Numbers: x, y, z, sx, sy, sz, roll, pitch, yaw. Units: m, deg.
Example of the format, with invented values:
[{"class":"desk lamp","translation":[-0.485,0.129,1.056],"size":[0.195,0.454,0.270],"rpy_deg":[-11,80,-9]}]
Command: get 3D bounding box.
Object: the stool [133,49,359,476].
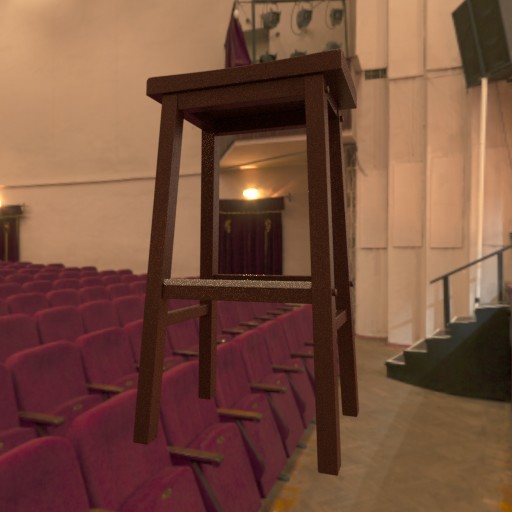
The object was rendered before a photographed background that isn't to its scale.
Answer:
[{"class":"stool","translation":[0.000,0.000,0.964],"size":[0.406,0.742,0.322],"rpy_deg":[0,0,19]}]
